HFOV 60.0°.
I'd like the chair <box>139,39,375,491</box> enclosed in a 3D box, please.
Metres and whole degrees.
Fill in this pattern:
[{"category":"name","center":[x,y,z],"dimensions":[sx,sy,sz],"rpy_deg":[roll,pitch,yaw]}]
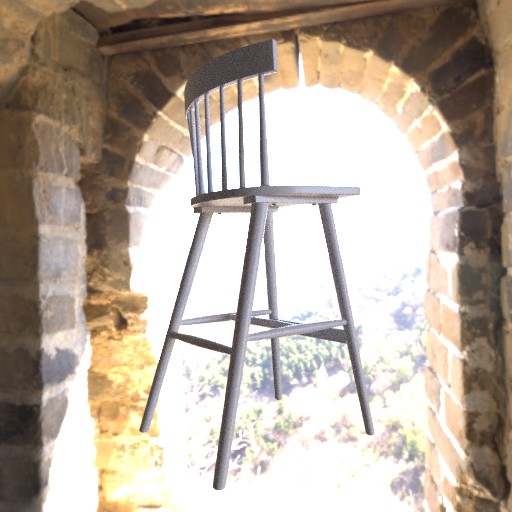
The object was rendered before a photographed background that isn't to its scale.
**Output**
[{"category":"chair","center":[0.000,0.000,1.374],"dimensions":[0.572,1.092,0.483],"rpy_deg":[1,-1,-37]}]
